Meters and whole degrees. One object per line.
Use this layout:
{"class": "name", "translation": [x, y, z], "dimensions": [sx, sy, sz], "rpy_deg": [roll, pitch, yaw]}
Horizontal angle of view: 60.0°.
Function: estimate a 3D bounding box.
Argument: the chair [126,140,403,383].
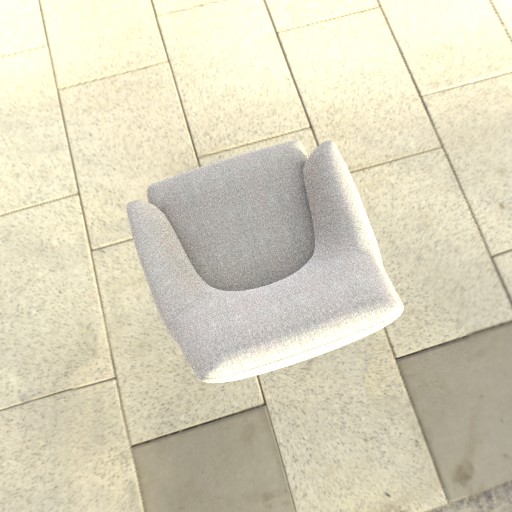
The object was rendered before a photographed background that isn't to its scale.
{"class": "chair", "translation": [0.000, 0.000, 1.376], "dimensions": [0.642, 0.874, 0.677], "rpy_deg": [-18, 76, -5]}
